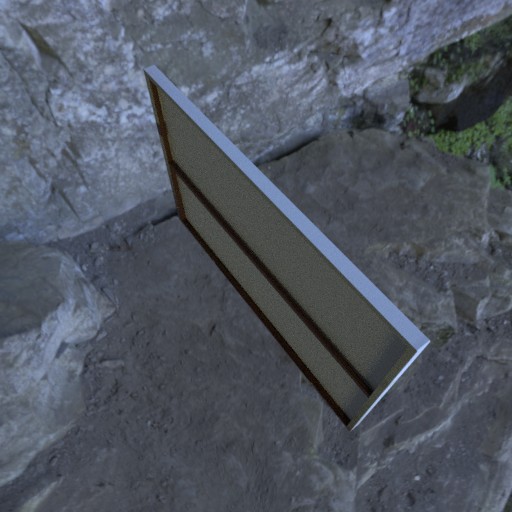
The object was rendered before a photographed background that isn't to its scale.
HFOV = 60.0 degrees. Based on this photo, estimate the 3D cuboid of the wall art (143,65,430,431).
[{"bbox_3d":[0.000,0.000,1.465,0.040,0.765,1.149,-32,62,-19],"label":"wall art"}]
